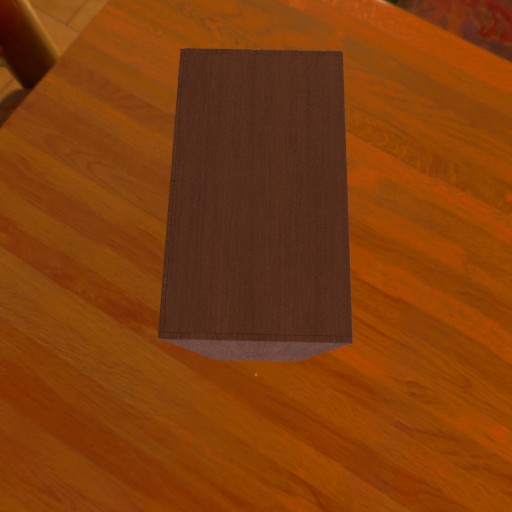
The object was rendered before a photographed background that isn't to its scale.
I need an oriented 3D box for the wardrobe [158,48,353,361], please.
[{"bbox_3d":[0.000,0.000,2.270,0.577,1.808,0.991,1,75,0],"label":"wardrobe"}]
